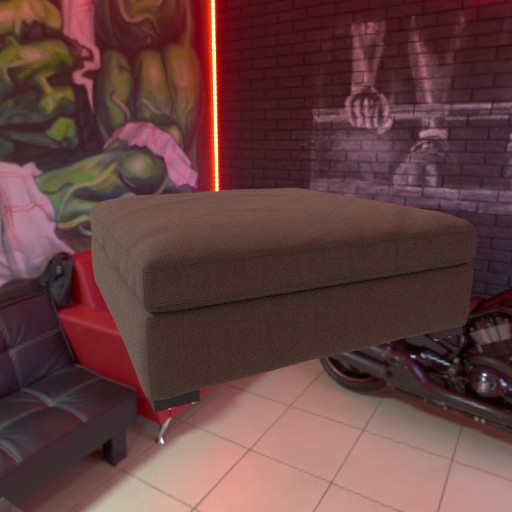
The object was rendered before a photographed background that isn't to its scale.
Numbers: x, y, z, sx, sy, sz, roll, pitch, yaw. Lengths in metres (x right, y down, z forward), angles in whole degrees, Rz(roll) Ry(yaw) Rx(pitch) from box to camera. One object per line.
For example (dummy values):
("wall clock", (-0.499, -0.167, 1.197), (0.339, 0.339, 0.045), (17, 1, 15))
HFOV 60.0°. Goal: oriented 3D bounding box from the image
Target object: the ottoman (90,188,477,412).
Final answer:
("ottoman", (0.000, 0.000, 1.820), (1.181, 0.470, 1.181), (-7, 16, -25))
